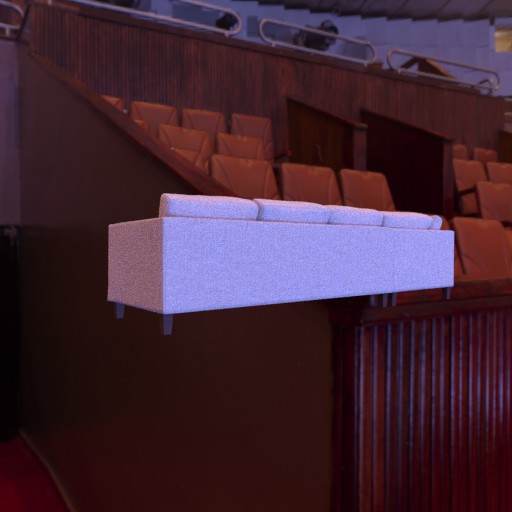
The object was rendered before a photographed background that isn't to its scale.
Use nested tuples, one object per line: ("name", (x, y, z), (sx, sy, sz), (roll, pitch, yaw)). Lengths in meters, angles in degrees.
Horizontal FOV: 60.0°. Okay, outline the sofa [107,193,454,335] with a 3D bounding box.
("sofa", (0.000, 0.000, 4.438), (3.182, 0.863, 2.432), (-1, 1, -37))
